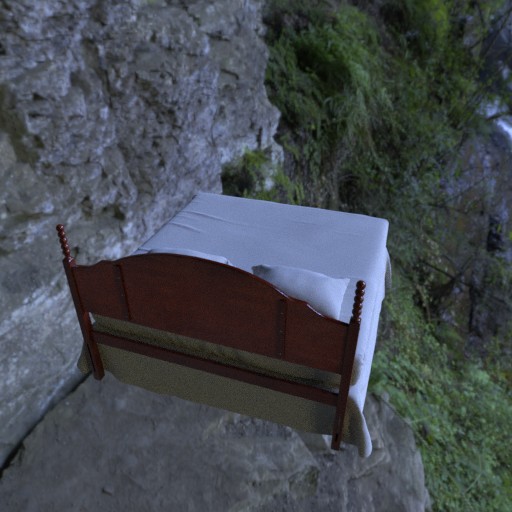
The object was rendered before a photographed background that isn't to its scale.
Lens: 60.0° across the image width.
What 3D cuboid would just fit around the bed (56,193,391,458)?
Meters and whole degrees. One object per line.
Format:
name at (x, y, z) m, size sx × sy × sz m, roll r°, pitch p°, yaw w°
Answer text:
bed at (0.000, 0.000, 3.715) m, size 2.322 × 1.355 × 2.219 m, roll 10°, pitch 34°, yaw 16°
